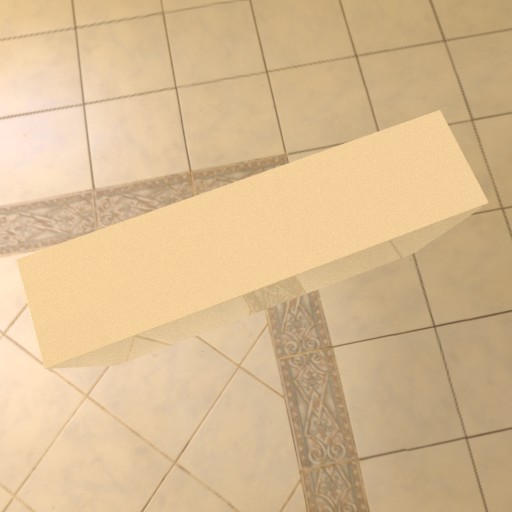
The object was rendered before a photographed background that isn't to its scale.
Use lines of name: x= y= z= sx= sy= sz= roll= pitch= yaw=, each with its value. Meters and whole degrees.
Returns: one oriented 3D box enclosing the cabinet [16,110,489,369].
cabinet: x=0.000 y=0.000 z=1.969 sx=1.650 sy=0.800 sz=0.400 roll=-20 pitch=78 yaw=-5
